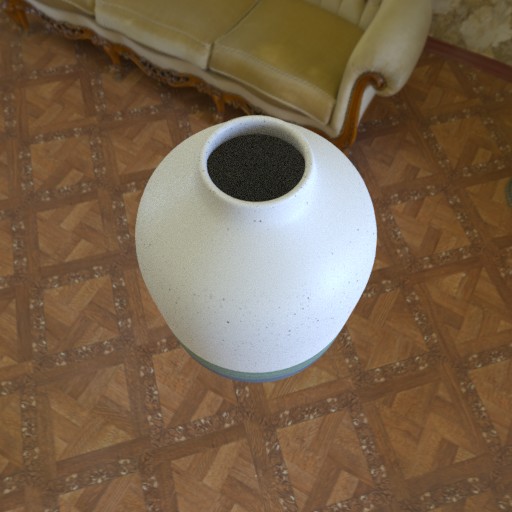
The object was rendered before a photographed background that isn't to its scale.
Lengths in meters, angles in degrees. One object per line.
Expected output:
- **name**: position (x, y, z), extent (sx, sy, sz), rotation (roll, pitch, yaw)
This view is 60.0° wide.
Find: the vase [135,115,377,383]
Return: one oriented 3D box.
- **vase**: position (0.000, 0.000, 0.349), extent (0.169, 0.240, 0.169), rotation (0, 64, 0)
